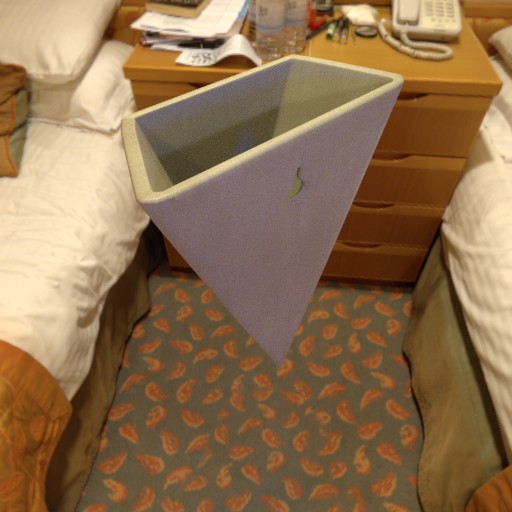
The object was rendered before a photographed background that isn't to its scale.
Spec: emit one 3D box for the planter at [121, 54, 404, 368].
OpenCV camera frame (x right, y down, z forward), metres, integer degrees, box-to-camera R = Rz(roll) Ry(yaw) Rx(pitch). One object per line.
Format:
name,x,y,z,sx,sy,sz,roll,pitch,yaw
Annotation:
planter,0.000,0.000,0.270,0.150,0.197,0.060,-32,54,-27
